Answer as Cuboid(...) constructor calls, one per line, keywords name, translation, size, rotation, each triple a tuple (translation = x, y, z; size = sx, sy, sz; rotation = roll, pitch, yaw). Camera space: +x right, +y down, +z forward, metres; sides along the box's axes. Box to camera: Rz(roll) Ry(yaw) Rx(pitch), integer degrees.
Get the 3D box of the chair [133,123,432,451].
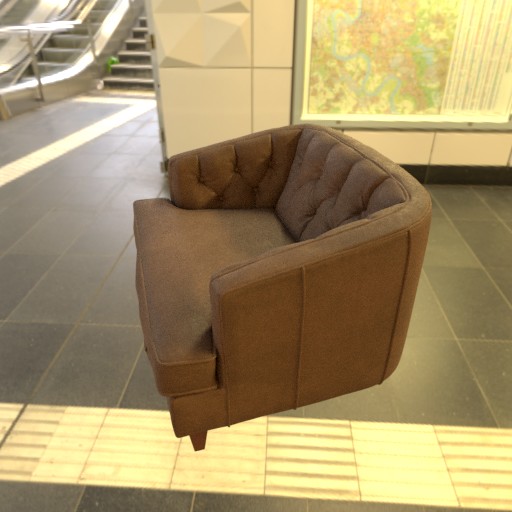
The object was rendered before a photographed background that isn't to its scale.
Cuboid(name="chair", translation=(0.000, 0.000, 1.711), size=(0.914, 0.787, 1.118), rotation=(-8, 32, -14))
